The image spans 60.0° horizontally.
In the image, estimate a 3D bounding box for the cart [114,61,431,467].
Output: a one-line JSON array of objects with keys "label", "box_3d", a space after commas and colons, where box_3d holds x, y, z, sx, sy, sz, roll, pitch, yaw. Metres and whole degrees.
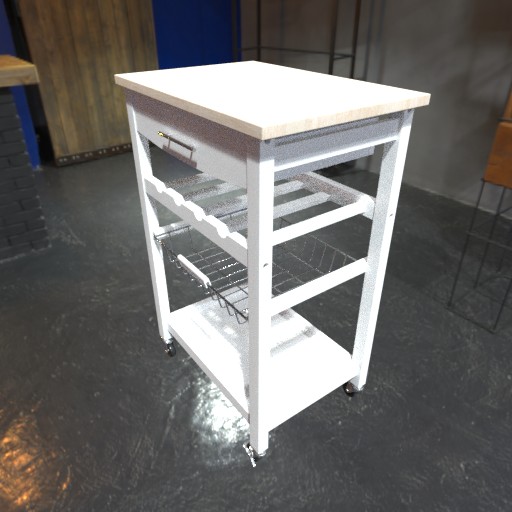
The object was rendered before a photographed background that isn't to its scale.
[{"label": "cart", "box_3d": [0.000, 0.000, 1.165, 0.406, 0.857, 0.578, -21, 37, -31]}]
